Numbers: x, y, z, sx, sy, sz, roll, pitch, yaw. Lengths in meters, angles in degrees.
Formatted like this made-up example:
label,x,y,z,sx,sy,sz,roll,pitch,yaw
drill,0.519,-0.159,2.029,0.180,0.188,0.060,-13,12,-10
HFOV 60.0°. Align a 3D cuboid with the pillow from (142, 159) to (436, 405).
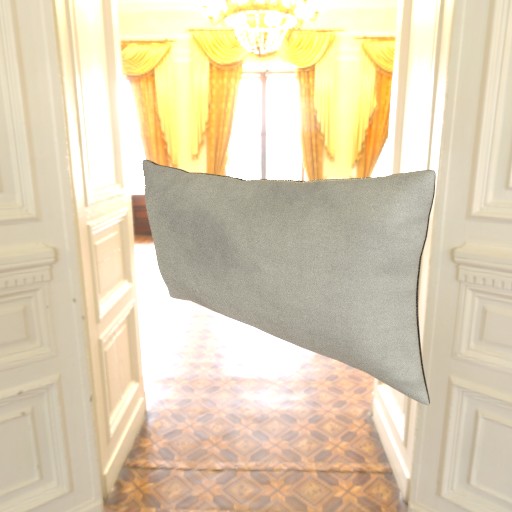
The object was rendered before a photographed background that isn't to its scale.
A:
label,x,y,z,sx,sy,sz,roll,pitch,yaw
pillow,0.000,0.000,0.739,0.156,0.305,0.608,-13,19,-42
